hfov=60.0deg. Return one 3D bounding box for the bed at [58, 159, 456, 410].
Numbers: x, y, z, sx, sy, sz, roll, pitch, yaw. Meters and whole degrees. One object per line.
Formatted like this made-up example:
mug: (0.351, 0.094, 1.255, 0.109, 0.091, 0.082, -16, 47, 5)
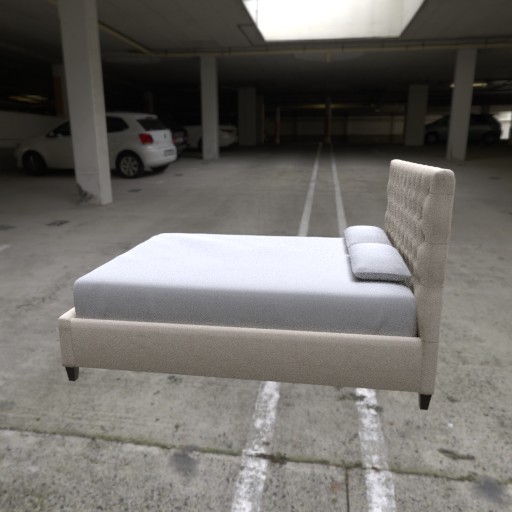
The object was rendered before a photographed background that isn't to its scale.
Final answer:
bed: (0.000, 0.000, 3.444, 2.387, 1.427, 1.698, 2, 14, 8)
